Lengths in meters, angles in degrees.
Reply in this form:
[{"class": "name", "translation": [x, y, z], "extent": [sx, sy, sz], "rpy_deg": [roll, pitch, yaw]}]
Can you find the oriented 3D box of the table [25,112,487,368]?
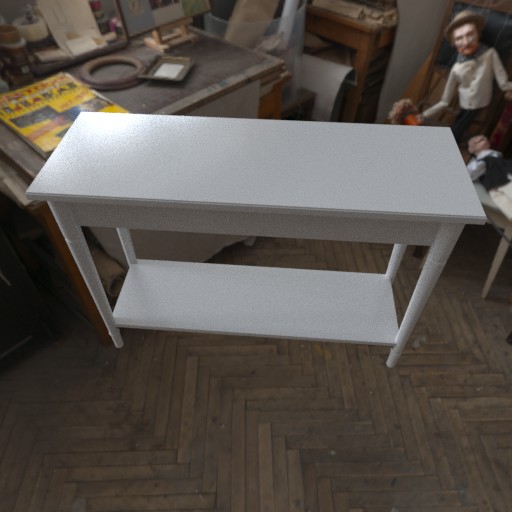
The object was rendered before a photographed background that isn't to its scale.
[{"class": "table", "translation": [0.000, 0.000, 1.418], "extent": [1.067, 0.749, 0.381], "rpy_deg": [3, 47, 3]}]
